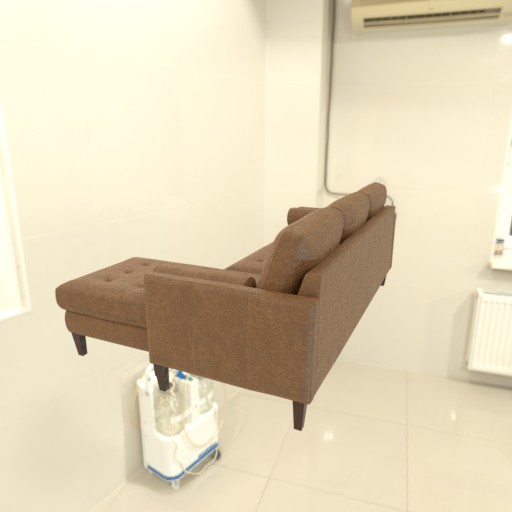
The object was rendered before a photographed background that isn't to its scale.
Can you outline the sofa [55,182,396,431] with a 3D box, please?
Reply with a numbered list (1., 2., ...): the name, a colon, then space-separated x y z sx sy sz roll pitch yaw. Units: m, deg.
1. sofa: 0.000 0.000 2.993 1.506 0.876 2.178 7 17 24
